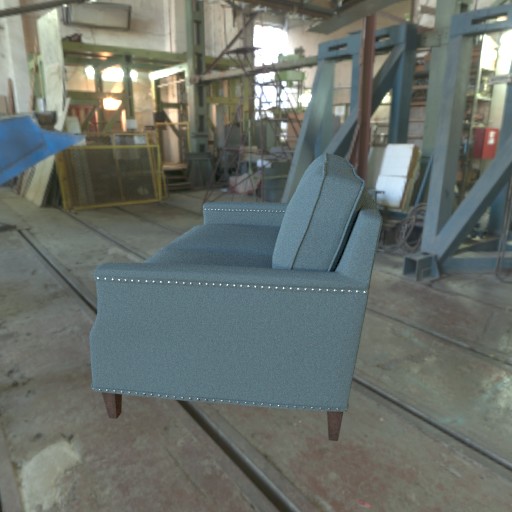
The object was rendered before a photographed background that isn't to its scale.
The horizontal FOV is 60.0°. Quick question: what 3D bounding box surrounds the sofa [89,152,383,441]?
[{"bbox_3d":[0.000,0.000,2.307,1.084,1.003,1.597,2,16,8],"label":"sofa"}]
